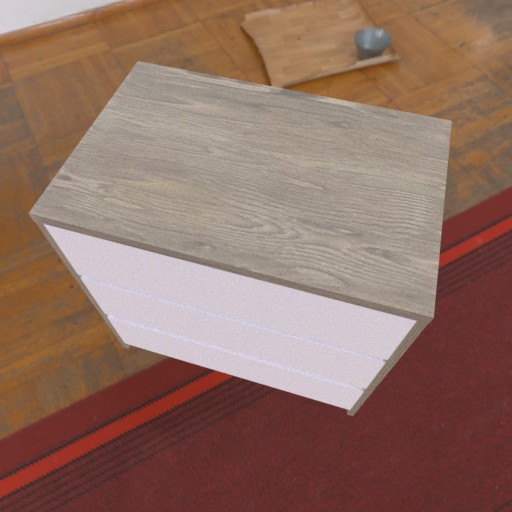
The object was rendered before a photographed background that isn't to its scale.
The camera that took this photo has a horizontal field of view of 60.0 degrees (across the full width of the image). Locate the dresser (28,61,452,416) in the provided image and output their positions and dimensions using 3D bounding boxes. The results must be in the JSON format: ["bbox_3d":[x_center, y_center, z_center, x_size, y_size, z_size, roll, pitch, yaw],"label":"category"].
[{"bbox_3d":[0.000,0.000,1.298,0.809,0.762,0.529,14,59,9],"label":"dresser"}]
